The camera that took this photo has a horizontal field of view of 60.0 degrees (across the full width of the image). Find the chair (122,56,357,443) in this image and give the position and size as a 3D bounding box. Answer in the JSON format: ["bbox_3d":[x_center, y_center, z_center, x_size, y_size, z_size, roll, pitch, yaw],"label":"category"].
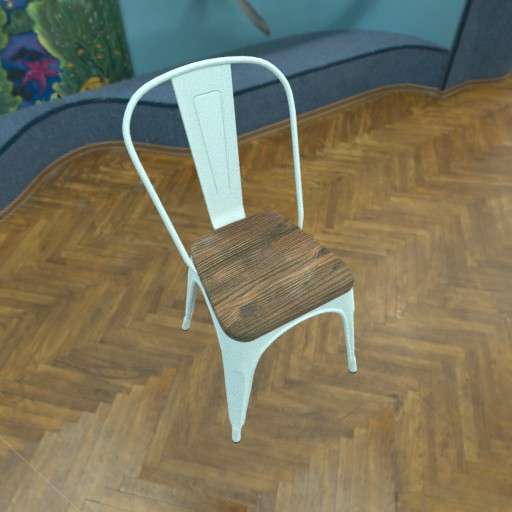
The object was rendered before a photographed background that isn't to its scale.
[{"bbox_3d":[0.000,0.000,1.186,0.452,0.851,0.521,-24,51,-21],"label":"chair"}]
